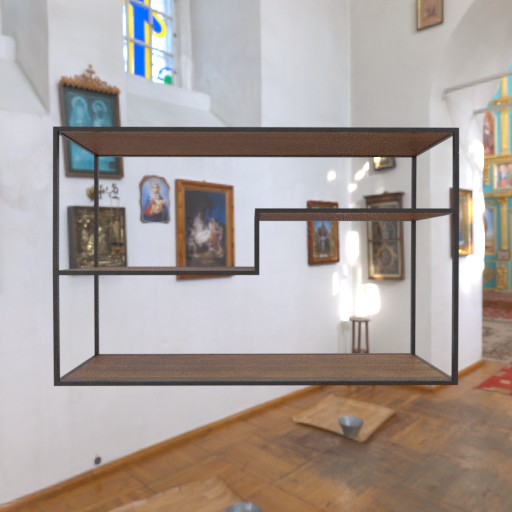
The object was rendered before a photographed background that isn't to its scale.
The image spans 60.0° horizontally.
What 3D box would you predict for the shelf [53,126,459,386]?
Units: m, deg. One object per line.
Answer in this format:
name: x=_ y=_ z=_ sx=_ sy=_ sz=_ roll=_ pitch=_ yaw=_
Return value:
shelf: x=0.000 y=0.000 z=1.489 sx=1.201 sy=0.765 sz=0.361 roll=0 pitch=1 yaw=-1
